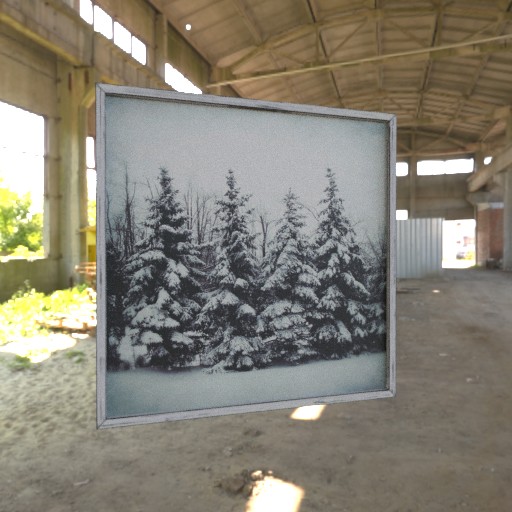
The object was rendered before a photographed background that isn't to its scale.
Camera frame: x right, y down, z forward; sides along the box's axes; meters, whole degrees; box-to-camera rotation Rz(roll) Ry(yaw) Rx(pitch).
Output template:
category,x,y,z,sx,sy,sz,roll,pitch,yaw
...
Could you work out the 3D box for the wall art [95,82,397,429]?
category,x,y,z,sx,sy,sz,roll,pitch,yaw
wall art,0.000,0.000,0.449,0.303,0.303,0.036,0,1,-17
